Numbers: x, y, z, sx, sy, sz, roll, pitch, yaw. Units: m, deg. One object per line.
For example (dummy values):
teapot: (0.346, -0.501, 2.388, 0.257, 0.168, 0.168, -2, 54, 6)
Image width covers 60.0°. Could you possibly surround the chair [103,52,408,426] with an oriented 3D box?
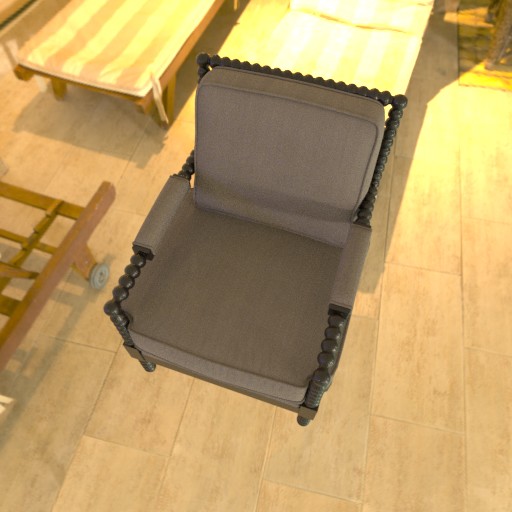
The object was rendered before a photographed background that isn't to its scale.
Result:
chair: (0.000, 0.000, 1.123, 0.540, 0.661, 0.622, 16, 60, 10)
